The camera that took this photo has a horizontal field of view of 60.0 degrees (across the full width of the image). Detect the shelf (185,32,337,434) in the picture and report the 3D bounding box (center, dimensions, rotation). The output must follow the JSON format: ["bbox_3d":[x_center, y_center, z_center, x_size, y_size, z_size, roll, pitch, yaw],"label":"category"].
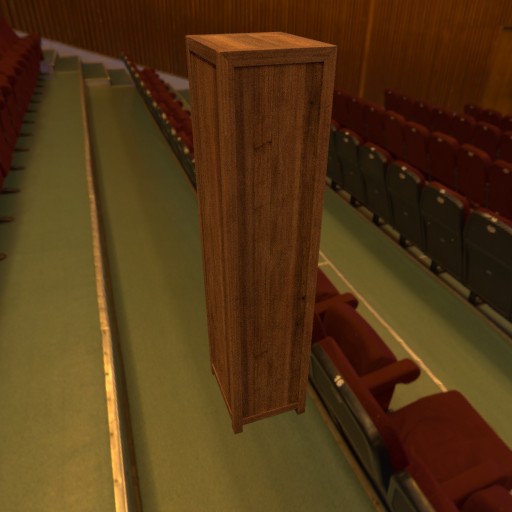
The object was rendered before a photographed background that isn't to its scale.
[{"bbox_3d":[0.000,0.000,2.159,0.428,1.900,0.500,-11,34,-17],"label":"shelf"}]
